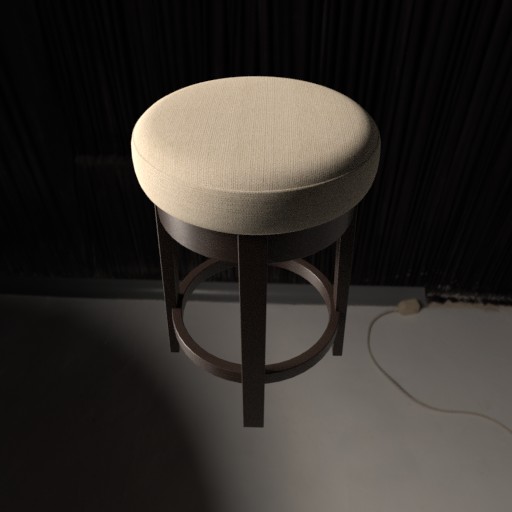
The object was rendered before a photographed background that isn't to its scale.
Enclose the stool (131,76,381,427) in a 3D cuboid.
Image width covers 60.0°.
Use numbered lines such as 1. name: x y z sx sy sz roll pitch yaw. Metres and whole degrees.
1. stool: 0.000 0.000 0.963 0.449 0.655 0.449 0 41 0
